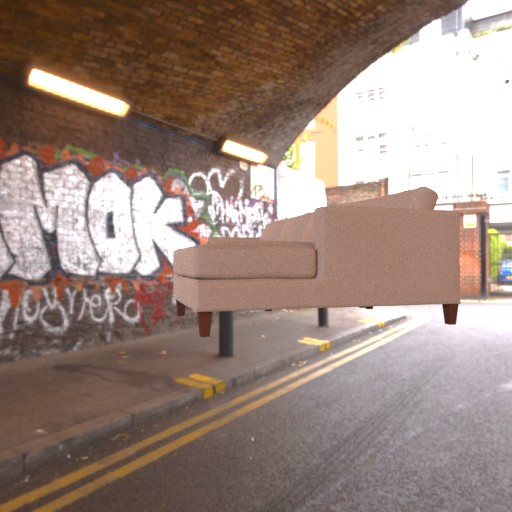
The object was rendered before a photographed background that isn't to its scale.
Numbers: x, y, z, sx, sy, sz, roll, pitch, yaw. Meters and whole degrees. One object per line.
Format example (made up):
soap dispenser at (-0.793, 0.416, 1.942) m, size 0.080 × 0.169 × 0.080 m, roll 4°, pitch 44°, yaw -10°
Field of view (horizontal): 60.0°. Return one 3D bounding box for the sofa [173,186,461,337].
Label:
sofa at (0.000, 0.000, 3.938) m, size 1.625 × 0.861 × 3.186 m, roll 0°, pitch -1°, yaw -17°
